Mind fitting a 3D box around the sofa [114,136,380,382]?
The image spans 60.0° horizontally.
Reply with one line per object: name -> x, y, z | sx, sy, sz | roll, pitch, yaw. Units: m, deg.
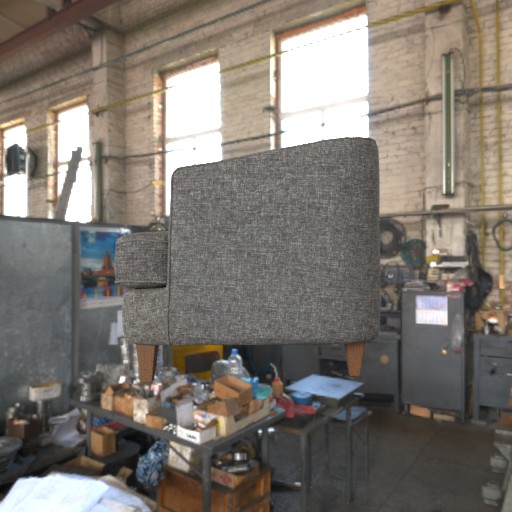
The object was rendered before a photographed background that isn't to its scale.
sofa -> 0.000, 0.000, 2.270 | 0.941, 0.855, 1.733 | 0, -1, 1
